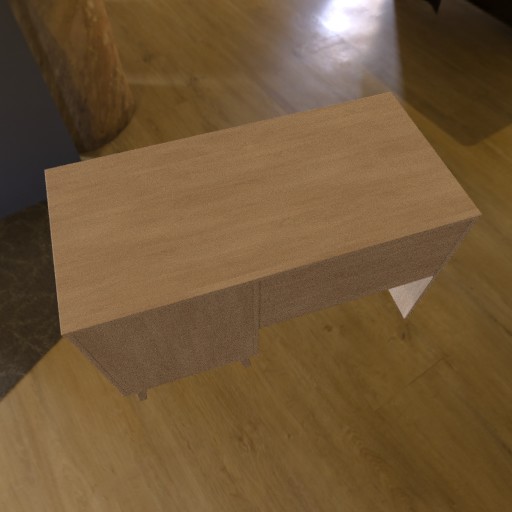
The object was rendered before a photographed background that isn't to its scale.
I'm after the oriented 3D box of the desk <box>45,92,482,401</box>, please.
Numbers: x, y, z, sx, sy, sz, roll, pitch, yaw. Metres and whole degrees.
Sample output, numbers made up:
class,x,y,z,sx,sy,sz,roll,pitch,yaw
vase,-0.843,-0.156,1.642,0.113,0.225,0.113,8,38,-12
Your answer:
class,x,y,z,sx,sy,sz,roll,pitch,yaw
desk,0.000,0.000,1.720,1.251,0.770,0.600,-15,59,-9
